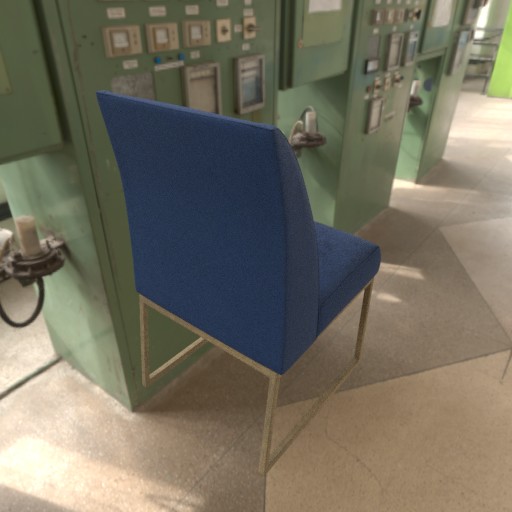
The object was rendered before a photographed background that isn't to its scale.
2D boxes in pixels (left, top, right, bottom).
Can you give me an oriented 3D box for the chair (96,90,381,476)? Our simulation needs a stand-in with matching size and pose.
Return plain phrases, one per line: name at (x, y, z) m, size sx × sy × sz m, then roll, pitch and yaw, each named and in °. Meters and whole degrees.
chair at (0.000, 0.000, 1.185) m, size 0.508 × 0.863 × 0.522 m, roll 23°, pitch 38°, yaw 32°
